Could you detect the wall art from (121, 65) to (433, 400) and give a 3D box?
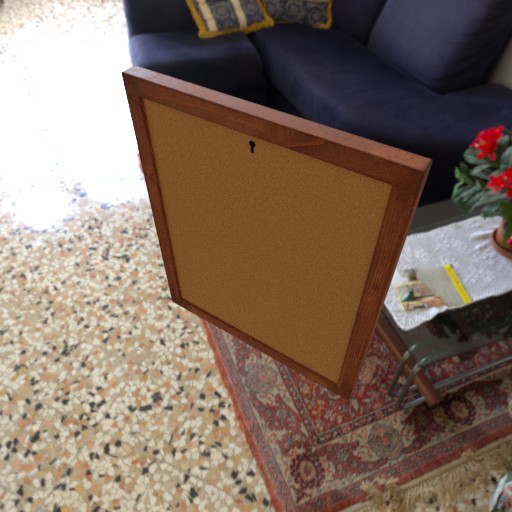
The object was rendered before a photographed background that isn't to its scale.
[{"bbox_3d":[0.000,0.000,0.785,0.462,0.558,0.030,25,52,22],"label":"wall art"}]
